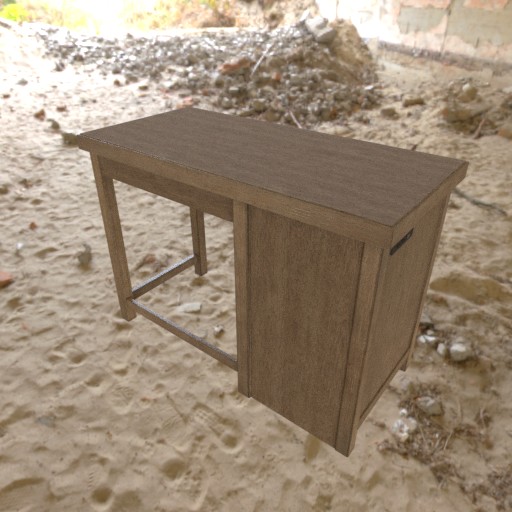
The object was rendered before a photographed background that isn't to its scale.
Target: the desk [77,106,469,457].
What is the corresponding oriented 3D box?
[{"bbox_3d":[0.000,0.000,1.810,1.289,0.912,0.610,22,37,32],"label":"desk"}]
